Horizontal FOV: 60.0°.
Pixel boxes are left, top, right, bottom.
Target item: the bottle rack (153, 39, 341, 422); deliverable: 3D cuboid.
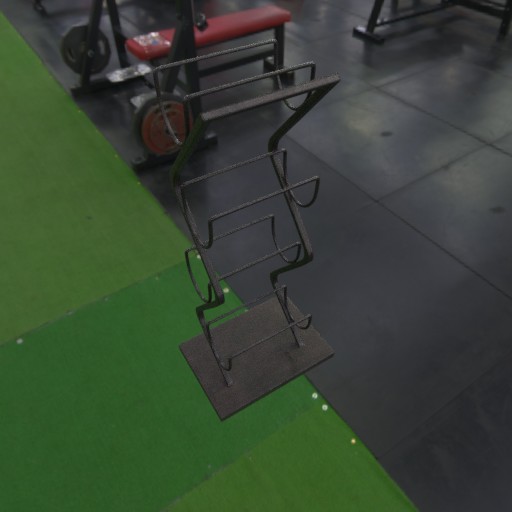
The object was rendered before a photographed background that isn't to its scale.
[{"bbox_3d":[0.000,0.000,0.686,0.254,0.559,0.178,-24,51,-21],"label":"bottle rack"}]
